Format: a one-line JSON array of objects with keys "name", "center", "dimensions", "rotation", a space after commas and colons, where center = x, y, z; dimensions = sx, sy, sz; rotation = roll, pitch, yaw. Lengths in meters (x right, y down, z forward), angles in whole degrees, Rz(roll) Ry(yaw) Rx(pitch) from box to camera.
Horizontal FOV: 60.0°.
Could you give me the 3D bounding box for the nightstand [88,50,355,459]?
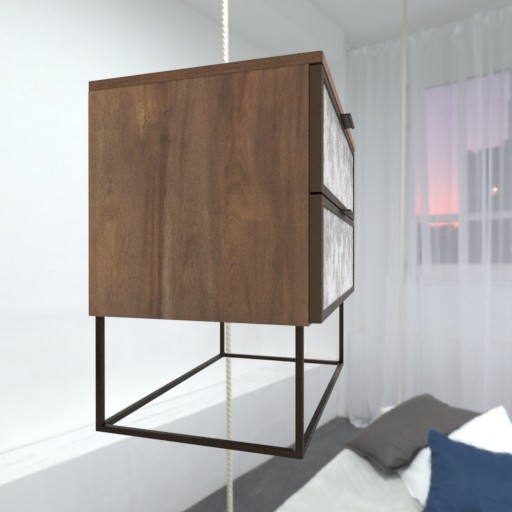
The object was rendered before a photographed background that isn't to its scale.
[{"name": "nightstand", "center": [0.000, 0.000, 1.000], "dimensions": [0.427, 0.611, 0.605], "rotation": [0, 0, 17]}]
